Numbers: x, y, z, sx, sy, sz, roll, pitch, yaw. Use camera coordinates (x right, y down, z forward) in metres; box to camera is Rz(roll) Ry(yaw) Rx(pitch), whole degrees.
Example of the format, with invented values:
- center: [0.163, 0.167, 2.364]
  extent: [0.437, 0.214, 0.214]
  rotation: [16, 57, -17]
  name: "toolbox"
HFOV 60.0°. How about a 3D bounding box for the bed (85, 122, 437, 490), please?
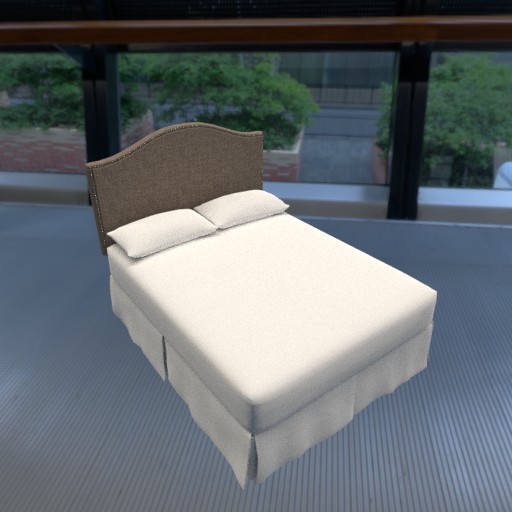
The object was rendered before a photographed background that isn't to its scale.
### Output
- center: [0.000, 0.000, 3.244]
  extent: [1.713, 1.518, 2.153]
  rotation: [-20, 36, -31]
  name: "bed"
